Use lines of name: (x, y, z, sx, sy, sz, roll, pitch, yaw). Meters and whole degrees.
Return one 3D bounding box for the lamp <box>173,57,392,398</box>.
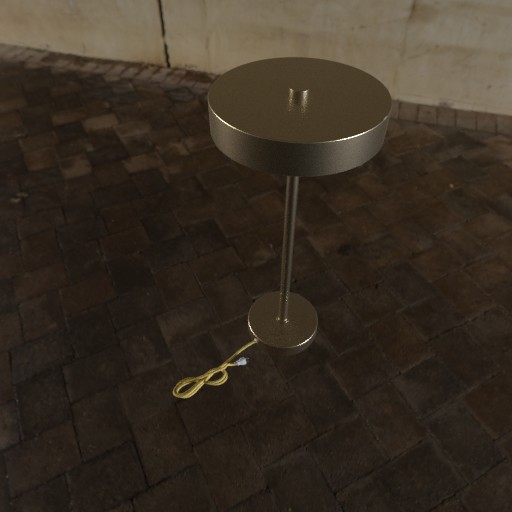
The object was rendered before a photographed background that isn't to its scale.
lamp: (0.000, 0.000, 0.699, 0.369, 0.508, 0.229, -31, 53, -27)
